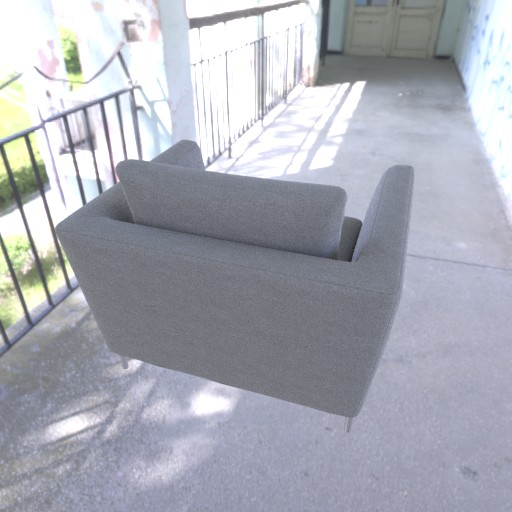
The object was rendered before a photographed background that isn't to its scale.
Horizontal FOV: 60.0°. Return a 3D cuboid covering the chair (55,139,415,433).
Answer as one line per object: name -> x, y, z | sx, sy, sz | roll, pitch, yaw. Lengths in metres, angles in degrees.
chair -> 0.000, 0.000, 1.679 | 1.041, 0.864, 0.889 | 11, 34, 16
